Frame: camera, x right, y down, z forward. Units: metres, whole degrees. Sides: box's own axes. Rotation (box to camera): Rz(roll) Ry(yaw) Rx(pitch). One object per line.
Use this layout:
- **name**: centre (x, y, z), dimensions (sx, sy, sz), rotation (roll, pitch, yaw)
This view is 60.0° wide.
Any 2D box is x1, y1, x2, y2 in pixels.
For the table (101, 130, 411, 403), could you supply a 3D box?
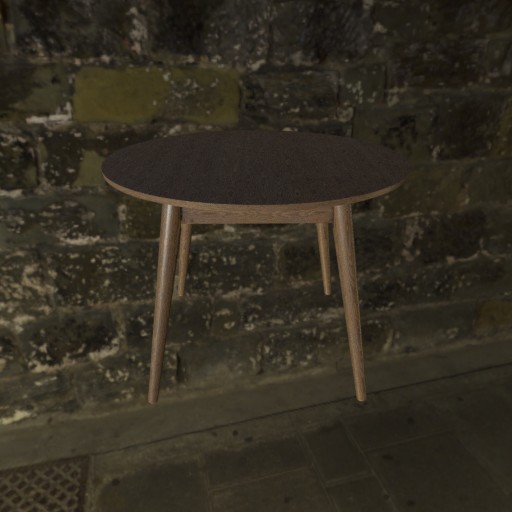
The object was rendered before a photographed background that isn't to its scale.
- **table**: centre (0.000, 0.000, 1.746), dimensions (1.053, 0.786, 1.053), rotation (0, 26, 0)
